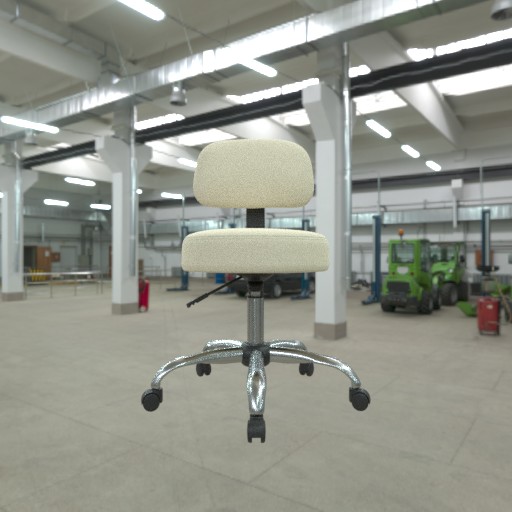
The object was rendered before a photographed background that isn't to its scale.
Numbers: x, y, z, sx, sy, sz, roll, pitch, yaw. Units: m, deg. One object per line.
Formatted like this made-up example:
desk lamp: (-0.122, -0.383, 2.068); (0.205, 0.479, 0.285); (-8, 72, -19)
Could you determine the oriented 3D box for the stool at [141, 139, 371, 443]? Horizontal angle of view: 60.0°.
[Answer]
stool: (0.000, 0.000, 1.247); (0.609, 0.810, 0.616); (0, 0, 0)
